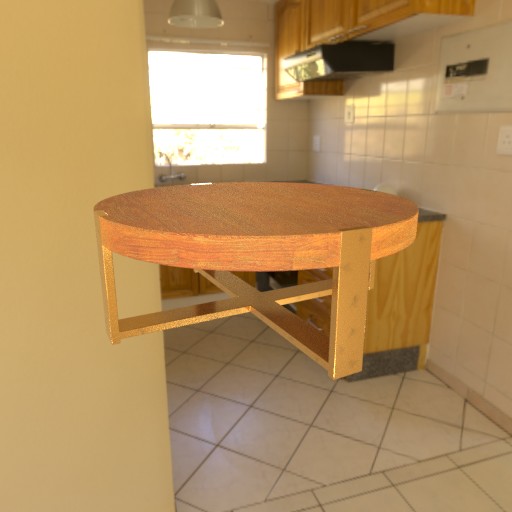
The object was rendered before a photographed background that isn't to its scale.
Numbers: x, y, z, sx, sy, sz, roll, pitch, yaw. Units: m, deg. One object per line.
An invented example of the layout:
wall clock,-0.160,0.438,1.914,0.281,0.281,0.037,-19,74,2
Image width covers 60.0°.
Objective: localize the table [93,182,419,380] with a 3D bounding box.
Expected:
table,0.000,0.000,1.654,1.100,0.420,1.100,0,16,0
